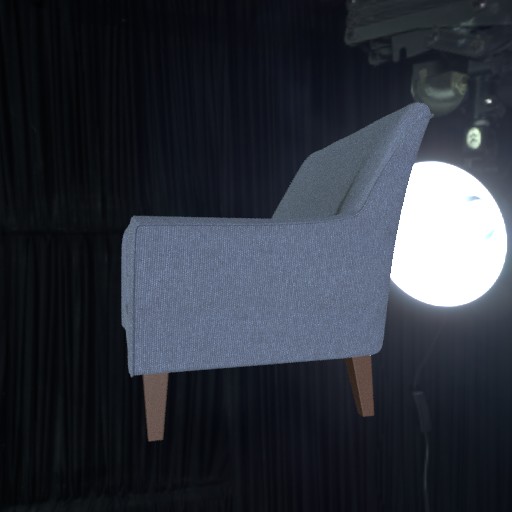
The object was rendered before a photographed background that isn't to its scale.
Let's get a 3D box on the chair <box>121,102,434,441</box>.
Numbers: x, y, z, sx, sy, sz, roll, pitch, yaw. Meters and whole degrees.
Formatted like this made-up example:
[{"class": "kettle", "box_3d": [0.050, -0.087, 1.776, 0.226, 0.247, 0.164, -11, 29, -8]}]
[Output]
[{"class": "chair", "box_3d": [0.000, 0.000, 1.558, 0.899, 0.919, 0.780, 0, 1, -17]}]
